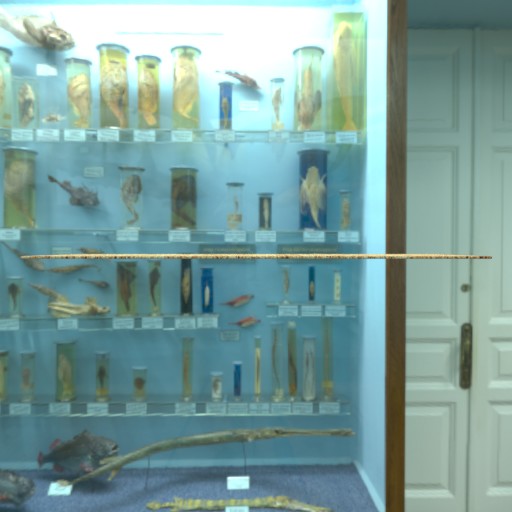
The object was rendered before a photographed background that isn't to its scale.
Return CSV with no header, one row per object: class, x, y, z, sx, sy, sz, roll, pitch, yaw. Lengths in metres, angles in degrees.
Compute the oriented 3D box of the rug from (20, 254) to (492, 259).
rug,0.000,0.000,2.435,2.237,0.014,0.680,0,1,0
